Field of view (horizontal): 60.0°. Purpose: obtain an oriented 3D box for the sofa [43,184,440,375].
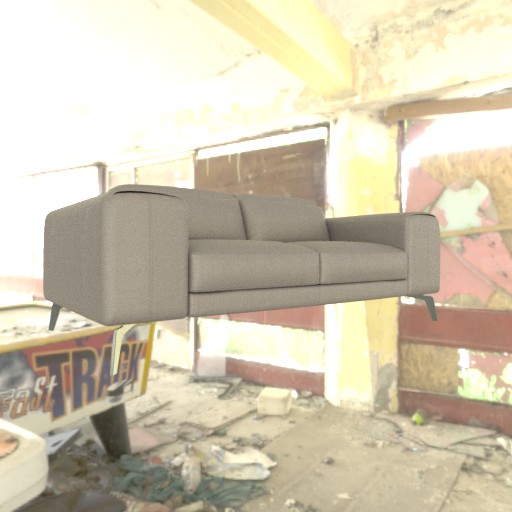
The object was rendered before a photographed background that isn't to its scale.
[{"bbox_3d":[0.000,0.000,2.388,1.930,0.753,1.024,-1,1,-36],"label":"sofa"}]
